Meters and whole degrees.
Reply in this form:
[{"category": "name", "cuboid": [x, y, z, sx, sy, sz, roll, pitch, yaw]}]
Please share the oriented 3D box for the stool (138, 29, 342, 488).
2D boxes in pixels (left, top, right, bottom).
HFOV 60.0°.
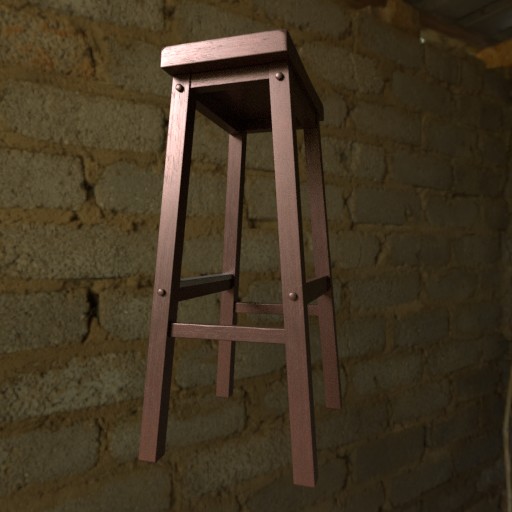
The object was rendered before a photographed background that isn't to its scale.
[{"category": "stool", "cuboid": [0.000, 0.000, 0.946, 0.322, 0.742, 0.406, 0, 1, 17]}]
